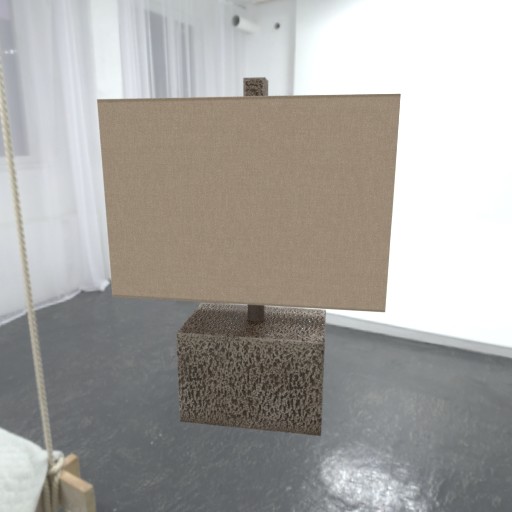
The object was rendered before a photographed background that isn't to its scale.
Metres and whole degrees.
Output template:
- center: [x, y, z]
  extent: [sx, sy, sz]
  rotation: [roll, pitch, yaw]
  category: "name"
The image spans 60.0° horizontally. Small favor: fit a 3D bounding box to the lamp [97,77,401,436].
- center: [0.000, 0.000, 0.548]
  extent: [0.294, 0.411, 0.180]
  rotation: [2, 14, 9]
  category: "lamp"
